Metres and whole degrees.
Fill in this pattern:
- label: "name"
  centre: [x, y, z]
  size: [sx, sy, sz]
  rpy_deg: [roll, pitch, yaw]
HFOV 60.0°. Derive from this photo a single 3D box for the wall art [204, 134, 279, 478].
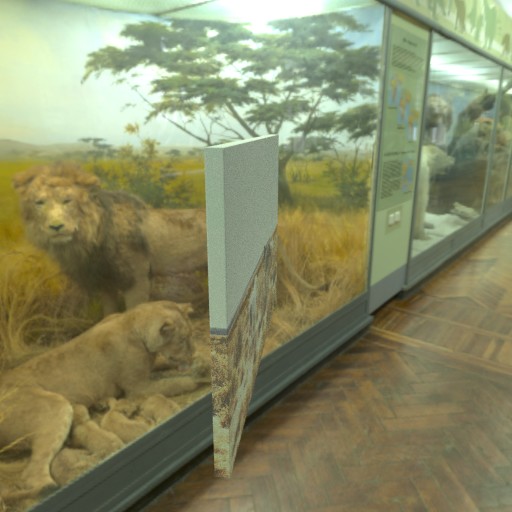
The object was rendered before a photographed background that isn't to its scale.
- label: "wall art"
  centre: [0.000, 0.000, 1.982]
  size: [0.051, 1.016, 1.520]
  rpy_deg: [2, 17, 8]
